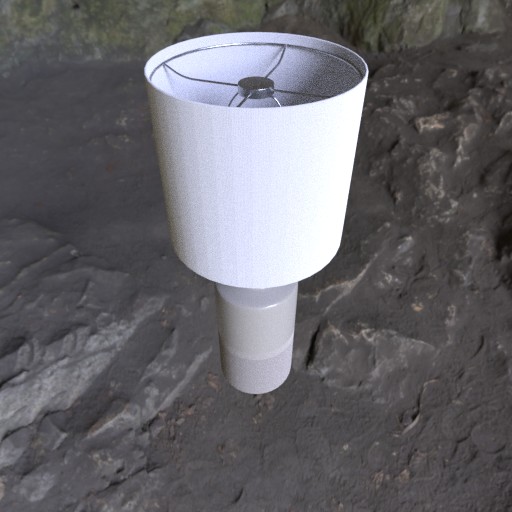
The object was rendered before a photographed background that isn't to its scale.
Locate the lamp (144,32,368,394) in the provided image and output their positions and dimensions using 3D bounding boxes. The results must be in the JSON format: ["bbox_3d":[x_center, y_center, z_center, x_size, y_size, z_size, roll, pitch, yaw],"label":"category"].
[{"bbox_3d":[0.000,0.000,0.588,0.212,0.493,0.212,13,43,15],"label":"lamp"}]
